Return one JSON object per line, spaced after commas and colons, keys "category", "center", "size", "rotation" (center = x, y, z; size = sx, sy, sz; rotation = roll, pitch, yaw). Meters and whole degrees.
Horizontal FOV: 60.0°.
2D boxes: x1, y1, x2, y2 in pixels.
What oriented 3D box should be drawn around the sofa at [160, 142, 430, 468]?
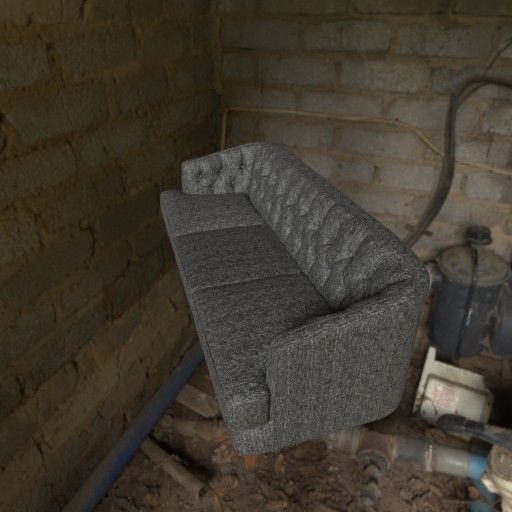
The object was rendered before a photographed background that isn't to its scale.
{"category": "sofa", "center": [0.000, 0.000, 2.717], "size": [0.941, 0.855, 2.278], "rotation": [-9, 31, -15]}
